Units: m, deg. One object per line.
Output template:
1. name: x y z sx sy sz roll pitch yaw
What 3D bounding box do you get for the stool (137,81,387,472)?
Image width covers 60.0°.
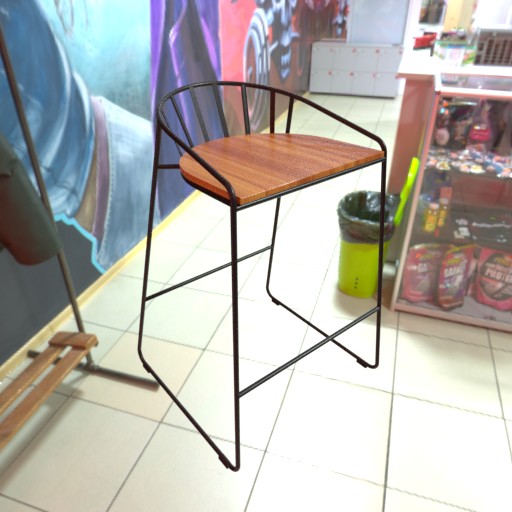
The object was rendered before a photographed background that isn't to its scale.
1. stool: 0.000 0.000 1.175 0.546 0.812 0.521 -23 38 -33
